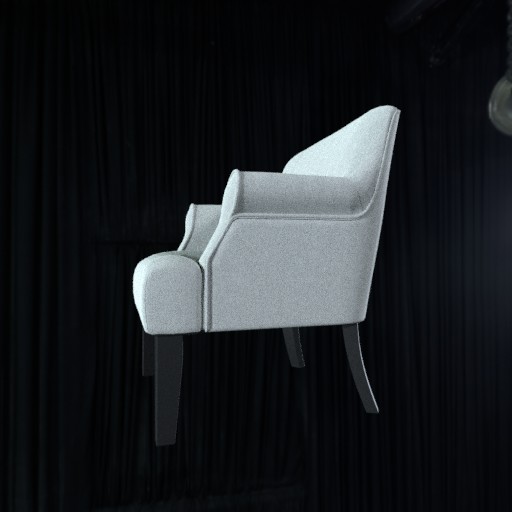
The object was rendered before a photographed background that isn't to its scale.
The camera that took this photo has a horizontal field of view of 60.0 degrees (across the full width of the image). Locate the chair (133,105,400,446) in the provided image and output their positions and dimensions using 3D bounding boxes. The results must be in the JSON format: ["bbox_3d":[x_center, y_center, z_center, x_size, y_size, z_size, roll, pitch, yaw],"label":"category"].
[{"bbox_3d":[0.000,0.000,1.437,0.750,0.875,0.781,0,-1,-17],"label":"chair"}]
